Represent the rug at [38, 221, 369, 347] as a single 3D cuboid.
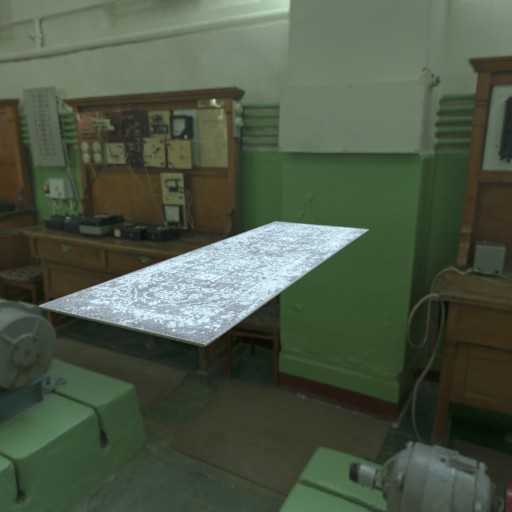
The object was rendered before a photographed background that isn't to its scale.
[{"bbox_3d":[0.000,0.000,2.762,0.855,0.017,2.452,7,16,26],"label":"rug"}]
